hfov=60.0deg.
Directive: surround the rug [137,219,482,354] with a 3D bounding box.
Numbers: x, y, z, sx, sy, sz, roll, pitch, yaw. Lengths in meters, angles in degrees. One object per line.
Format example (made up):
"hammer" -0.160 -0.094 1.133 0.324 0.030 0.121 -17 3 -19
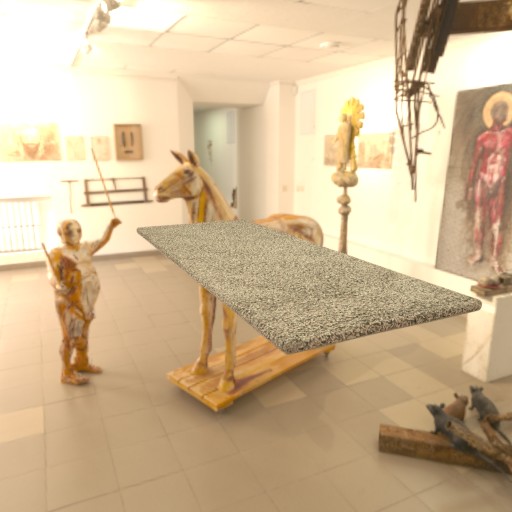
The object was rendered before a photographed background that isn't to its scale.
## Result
"rug" 0.000 0.000 1.715 0.609 0.030 1.524 -7 15 -25
